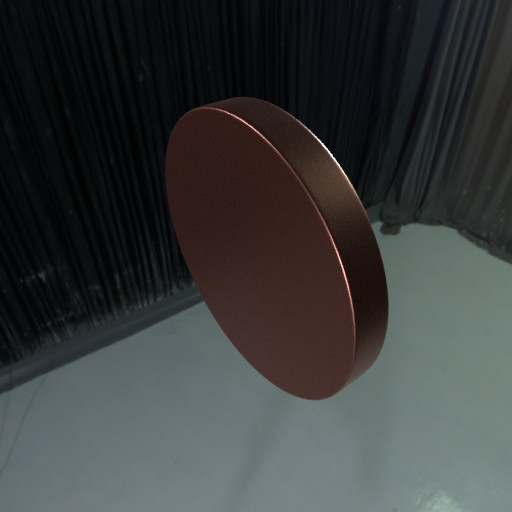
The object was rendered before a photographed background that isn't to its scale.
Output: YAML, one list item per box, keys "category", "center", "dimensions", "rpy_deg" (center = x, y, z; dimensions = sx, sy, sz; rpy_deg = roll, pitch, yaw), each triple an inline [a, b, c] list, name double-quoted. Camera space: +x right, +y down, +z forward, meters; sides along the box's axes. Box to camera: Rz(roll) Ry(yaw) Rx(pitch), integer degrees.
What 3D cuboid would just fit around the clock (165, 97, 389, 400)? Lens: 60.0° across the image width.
- category: "clock"
  center: [0.000, 0.000, 0.465]
  dimensions: [0.040, 0.313, 0.313]
  rpy_deg: [-26, 47, -27]
